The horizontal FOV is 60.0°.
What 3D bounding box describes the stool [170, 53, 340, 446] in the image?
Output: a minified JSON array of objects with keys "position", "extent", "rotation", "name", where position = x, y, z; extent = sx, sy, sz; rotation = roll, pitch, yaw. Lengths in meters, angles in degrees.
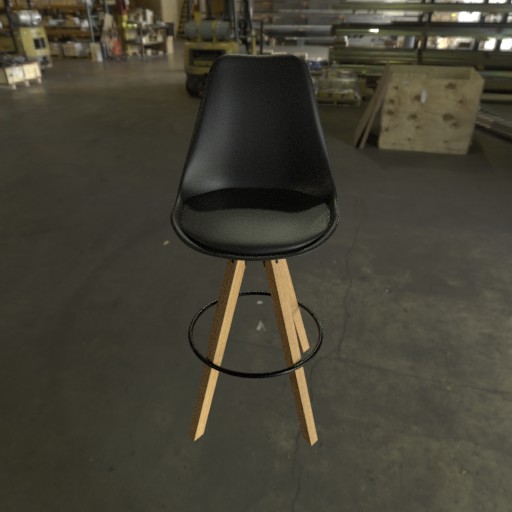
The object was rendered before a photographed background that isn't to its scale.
[{"position":[0.000,0.000,1.392],"extent":[0.485,1.115,0.550],"rotation":[1,30,2],"name":"stool"}]
